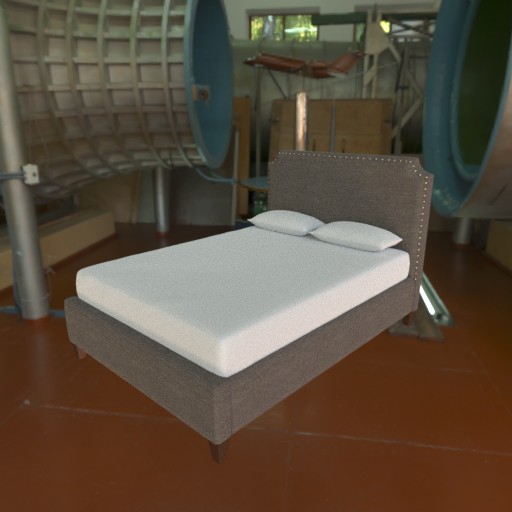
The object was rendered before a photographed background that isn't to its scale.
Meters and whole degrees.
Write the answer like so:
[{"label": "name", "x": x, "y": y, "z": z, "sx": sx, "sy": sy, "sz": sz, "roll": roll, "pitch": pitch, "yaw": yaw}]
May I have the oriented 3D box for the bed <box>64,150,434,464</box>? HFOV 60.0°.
[{"label": "bed", "x": 0.000, "y": 0.000, "z": 3.472, "sx": 1.713, "sy": 1.457, "sz": 2.381, "roll": 15, "pitch": 23, "yaw": 41}]
